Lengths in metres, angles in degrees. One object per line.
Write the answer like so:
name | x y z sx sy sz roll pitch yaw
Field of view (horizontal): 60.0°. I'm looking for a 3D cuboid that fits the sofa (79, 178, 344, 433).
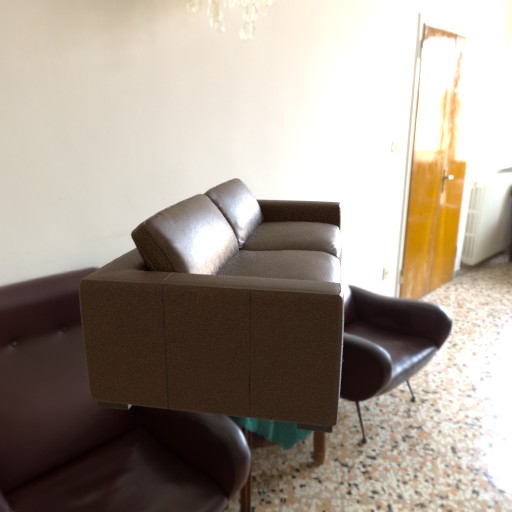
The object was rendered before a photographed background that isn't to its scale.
sofa | 0.000 0.000 2.769 1.070 0.801 2.262 3 16 10
